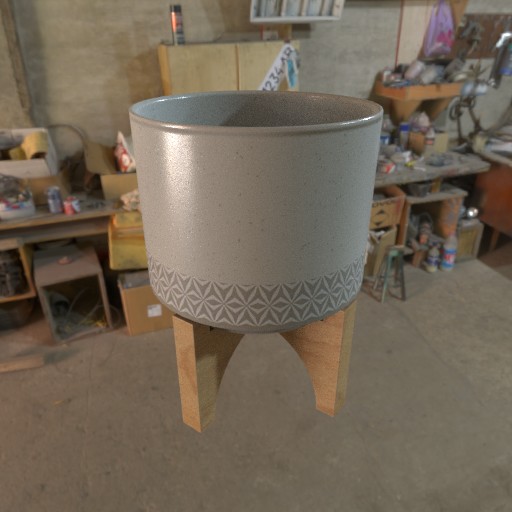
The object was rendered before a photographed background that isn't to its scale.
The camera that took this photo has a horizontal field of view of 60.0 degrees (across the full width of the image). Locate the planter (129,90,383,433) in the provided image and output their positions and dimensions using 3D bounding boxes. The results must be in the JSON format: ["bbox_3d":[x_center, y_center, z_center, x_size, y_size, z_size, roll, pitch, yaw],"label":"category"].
[{"bbox_3d":[0.000,0.000,0.272,0.130,0.178,0.130,0,27,0],"label":"planter"}]
